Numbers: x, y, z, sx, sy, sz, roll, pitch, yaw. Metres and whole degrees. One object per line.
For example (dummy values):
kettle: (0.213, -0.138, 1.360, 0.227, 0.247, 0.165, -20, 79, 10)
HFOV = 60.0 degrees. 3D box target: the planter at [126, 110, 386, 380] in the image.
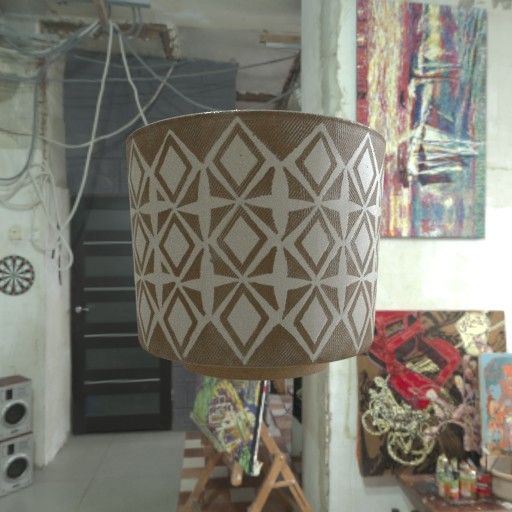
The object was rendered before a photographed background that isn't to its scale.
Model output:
planter: (0.000, 0.000, 0.462, 0.260, 0.220, 0.260, 0, 0, 0)
